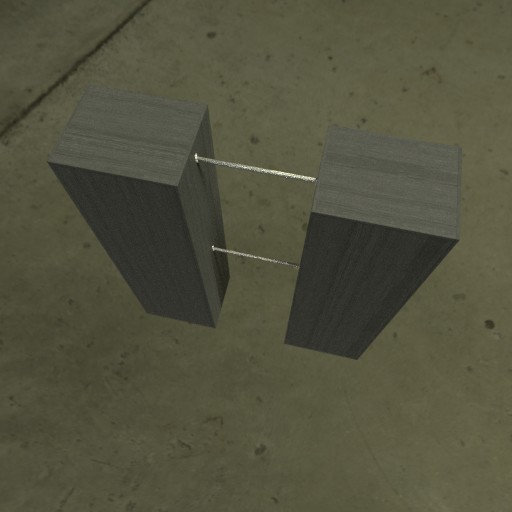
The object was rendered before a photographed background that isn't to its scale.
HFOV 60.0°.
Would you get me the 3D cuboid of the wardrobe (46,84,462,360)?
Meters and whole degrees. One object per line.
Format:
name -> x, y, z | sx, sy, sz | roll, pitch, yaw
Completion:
wardrobe -> 0.000, 0.000, 2.847 | 1.770, 2.000, 0.480 | 11, 64, 6
